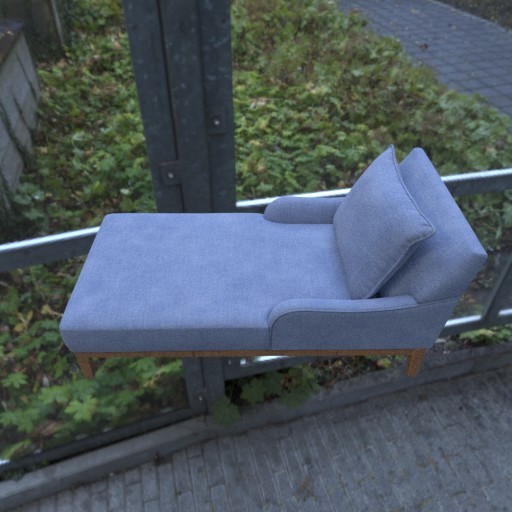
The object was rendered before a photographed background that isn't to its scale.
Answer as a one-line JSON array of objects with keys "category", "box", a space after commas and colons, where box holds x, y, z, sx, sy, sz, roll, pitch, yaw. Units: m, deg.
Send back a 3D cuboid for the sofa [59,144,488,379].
[{"category": "sofa", "box": [0.000, 0.000, 2.267, 1.779, 0.883, 0.904, 0, 41, 0]}]
